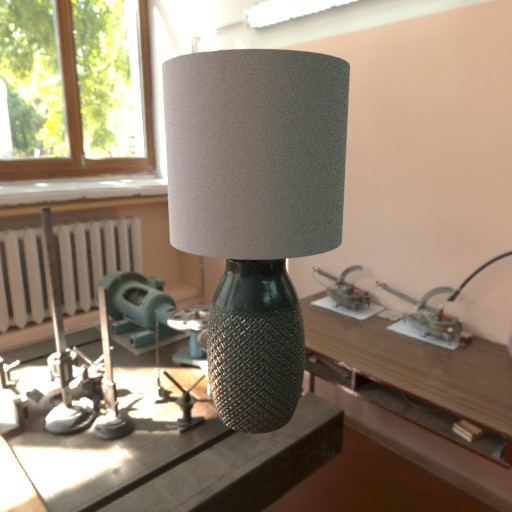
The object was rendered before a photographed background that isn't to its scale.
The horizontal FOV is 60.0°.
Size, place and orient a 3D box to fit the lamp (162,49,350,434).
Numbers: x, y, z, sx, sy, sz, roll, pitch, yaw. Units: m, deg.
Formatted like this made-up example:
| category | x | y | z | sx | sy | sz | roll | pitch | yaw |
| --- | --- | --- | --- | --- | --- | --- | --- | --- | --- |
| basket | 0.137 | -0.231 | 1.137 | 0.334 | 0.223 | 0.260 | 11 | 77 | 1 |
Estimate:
| category | x | y | z | sx | sy | sz | roll | pitch | yaw |
| --- | --- | --- | --- | --- | --- | --- | --- | --- | --- |
| lamp | 0.000 | 0.000 | 0.574 | 0.217 | 0.453 | 0.217 | -2 | 14 | -8 |
